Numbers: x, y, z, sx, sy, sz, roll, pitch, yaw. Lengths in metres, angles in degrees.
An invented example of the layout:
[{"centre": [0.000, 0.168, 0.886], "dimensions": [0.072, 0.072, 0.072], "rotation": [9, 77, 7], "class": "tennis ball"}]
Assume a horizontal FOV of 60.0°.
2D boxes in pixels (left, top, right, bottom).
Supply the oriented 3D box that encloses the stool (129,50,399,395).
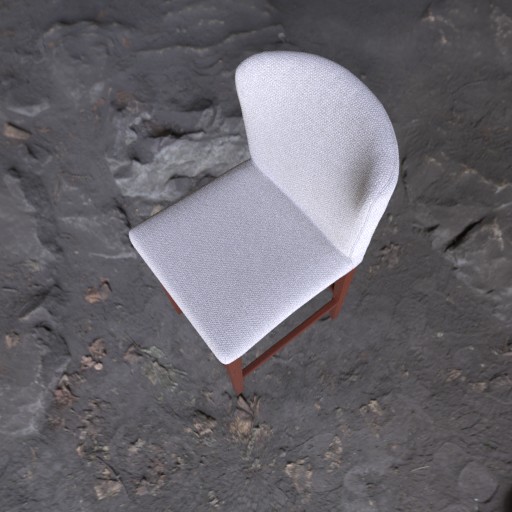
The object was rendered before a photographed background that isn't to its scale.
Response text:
[{"centre": [0.000, 0.000, 1.358], "dimensions": [0.568, 1.069, 0.481], "rotation": [-35, 69, -16], "class": "stool"}]
